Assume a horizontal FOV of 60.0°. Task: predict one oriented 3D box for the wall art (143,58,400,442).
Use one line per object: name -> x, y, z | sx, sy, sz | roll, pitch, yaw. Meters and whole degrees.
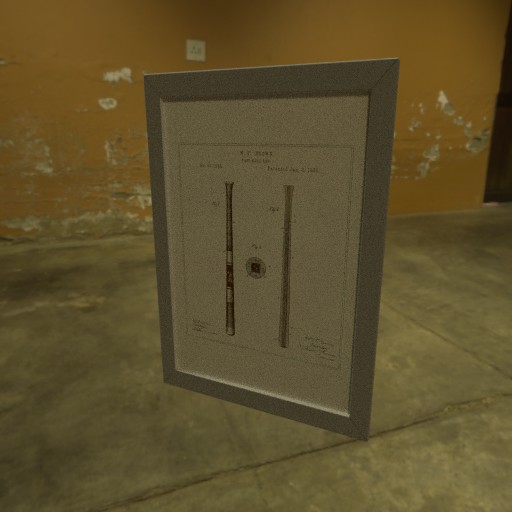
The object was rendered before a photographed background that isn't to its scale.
wall art -> 0.000, 0.000, 0.671 | 0.374, 0.529, 0.012 | 7, 17, 24
